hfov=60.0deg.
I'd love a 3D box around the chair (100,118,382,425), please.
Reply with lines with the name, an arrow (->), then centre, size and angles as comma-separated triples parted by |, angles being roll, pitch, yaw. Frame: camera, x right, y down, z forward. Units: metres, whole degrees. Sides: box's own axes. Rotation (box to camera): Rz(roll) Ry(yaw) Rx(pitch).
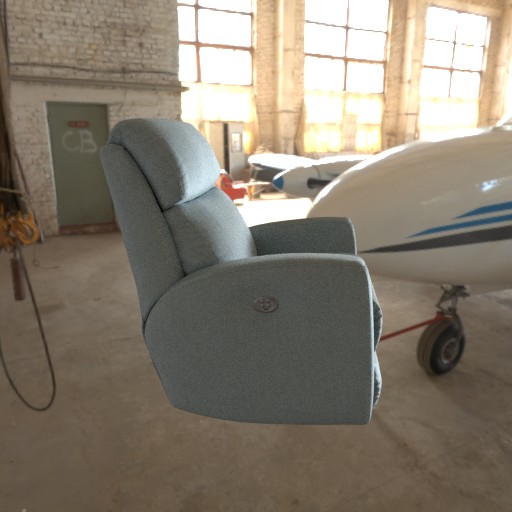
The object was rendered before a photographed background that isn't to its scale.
chair -> 0.000, 0.000, 1.720 | 0.940, 1.016, 0.794 | 2, 15, 8
